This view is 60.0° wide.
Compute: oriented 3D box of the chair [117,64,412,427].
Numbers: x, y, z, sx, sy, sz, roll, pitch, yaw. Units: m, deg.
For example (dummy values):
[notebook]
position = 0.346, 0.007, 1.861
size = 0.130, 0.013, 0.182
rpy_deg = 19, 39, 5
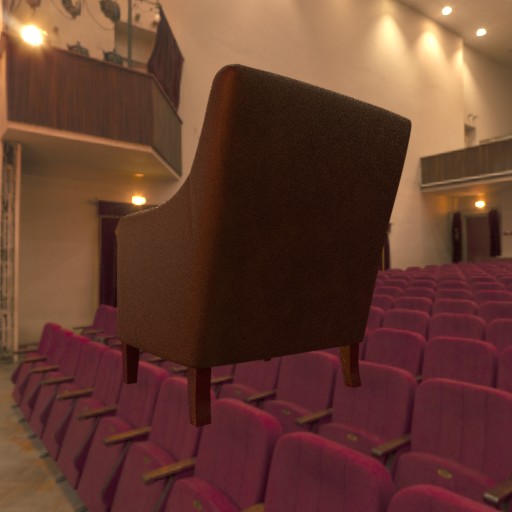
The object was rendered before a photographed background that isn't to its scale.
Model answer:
[chair]
position = 0.000, 0.000, 1.347
size = 0.639, 0.813, 0.704
rpy_deg = 1, -1, -37
